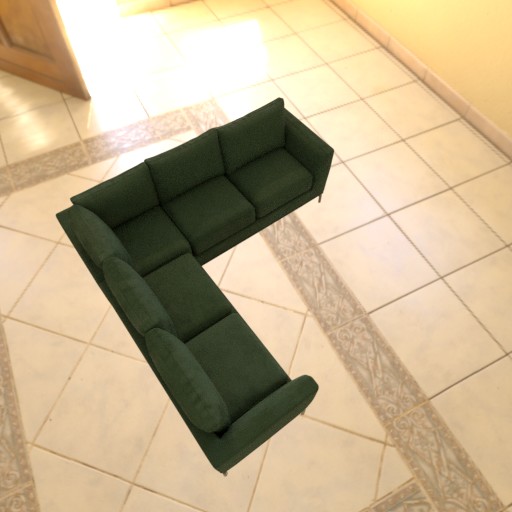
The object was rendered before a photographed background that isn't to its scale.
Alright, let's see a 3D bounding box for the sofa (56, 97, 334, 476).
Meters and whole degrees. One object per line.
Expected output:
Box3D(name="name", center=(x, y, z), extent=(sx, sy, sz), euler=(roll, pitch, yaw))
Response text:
Box3D(name="sofa", center=(0.000, 0.000, 3.827), extent=(2.452, 1.004, 2.468), euler=(-32, 62, -19))
